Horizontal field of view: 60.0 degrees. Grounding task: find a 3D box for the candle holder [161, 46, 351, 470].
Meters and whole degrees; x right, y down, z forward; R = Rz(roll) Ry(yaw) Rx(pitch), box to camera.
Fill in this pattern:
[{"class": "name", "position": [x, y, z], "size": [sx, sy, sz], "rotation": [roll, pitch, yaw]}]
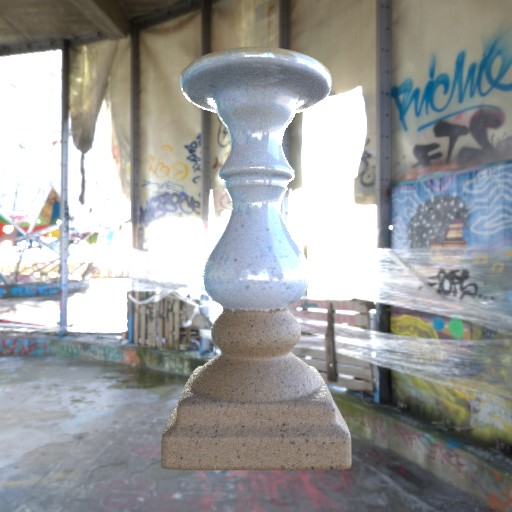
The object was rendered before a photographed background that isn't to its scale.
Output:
[{"class": "candle holder", "position": [0.000, 0.000, 0.301], "size": [0.110, 0.239, 0.110], "rotation": [0, 0, 0]}]
